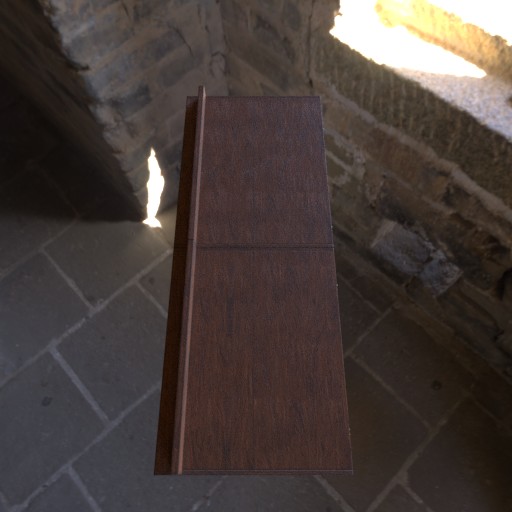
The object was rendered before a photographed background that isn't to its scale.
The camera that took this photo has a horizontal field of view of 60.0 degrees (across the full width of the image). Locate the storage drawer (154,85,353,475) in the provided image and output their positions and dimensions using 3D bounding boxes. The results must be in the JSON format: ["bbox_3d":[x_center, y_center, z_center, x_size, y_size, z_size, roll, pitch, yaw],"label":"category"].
[{"bbox_3d":[0.000,0.000,2.161,0.774,0.339,1.914,0,64,0],"label":"storage drawer"}]
